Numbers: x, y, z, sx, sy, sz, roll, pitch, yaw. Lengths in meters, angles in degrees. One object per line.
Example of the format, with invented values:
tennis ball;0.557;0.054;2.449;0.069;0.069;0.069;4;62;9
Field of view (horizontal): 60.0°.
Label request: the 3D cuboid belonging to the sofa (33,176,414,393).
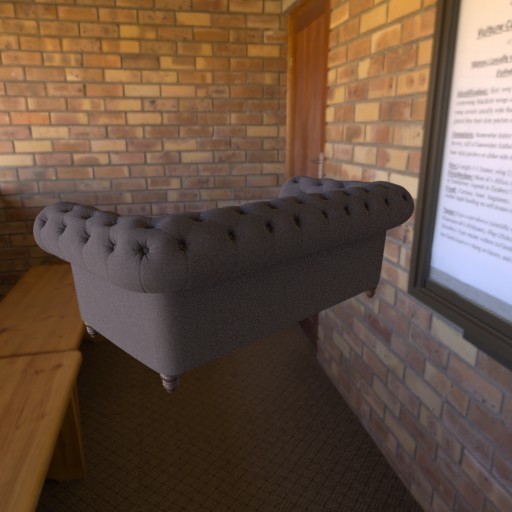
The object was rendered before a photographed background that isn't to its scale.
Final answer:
sofa;0.000;0.000;2.473;1.998;0.764;0.986;-15;22;-42
